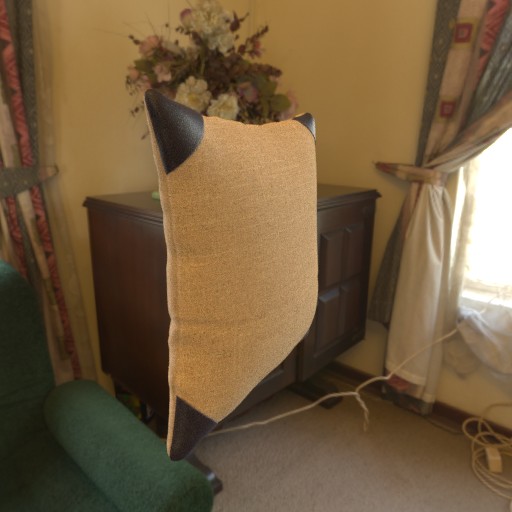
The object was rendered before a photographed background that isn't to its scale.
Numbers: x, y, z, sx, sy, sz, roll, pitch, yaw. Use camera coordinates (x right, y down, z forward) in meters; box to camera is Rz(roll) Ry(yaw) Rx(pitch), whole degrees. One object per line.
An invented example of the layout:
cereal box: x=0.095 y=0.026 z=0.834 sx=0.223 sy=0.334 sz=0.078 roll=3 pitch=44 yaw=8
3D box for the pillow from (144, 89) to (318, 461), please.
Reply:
pillow: x=0.000 y=0.000 z=0.678 sx=0.147 sy=0.441 sz=0.440 roll=7 pitch=16 yaw=26
